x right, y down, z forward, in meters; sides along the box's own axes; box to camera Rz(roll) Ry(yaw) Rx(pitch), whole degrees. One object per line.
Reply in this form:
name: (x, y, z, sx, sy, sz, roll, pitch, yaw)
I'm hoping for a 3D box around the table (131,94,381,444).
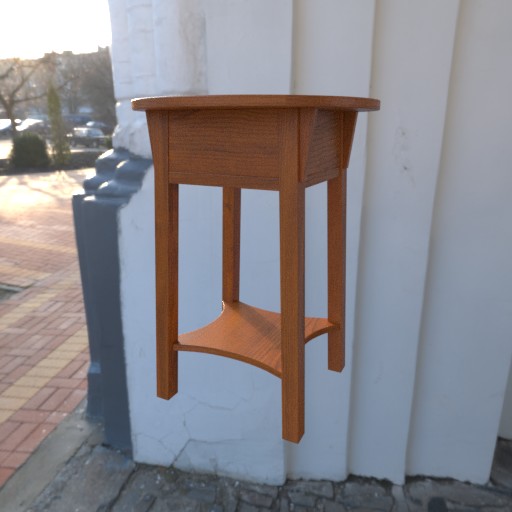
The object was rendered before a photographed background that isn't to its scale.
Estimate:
table: (0.000, 0.000, 0.928, 0.457, 0.610, 0.457, 0, 17, 0)
